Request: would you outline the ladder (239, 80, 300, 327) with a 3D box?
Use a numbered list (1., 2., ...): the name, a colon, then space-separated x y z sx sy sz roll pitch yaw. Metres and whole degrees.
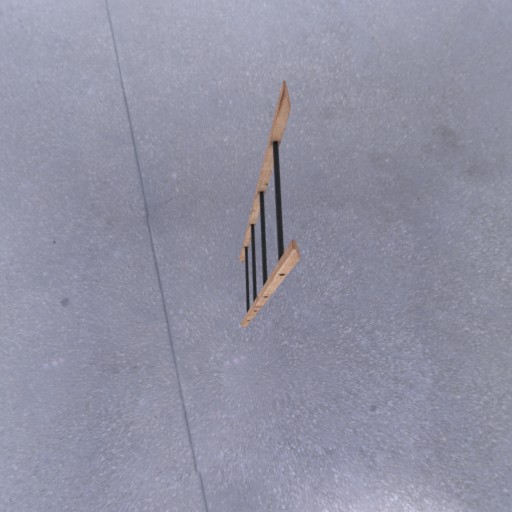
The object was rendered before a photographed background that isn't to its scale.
1. ladder: 0.000 0.000 1.923 0.200 1.805 0.442 -2 76 0
